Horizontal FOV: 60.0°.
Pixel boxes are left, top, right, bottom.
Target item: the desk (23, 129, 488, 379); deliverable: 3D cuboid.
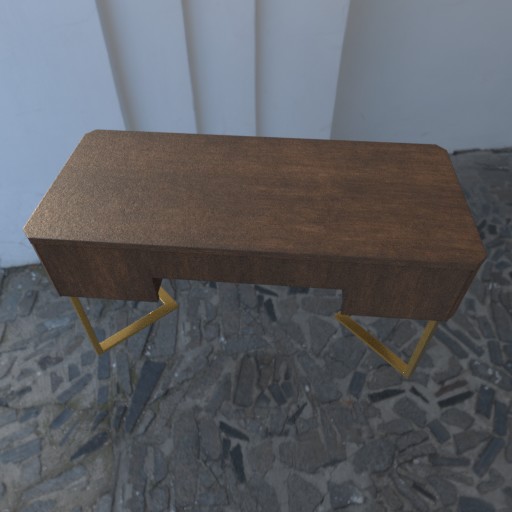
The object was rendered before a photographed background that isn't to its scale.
[{"bbox_3d":[0.000,0.000,1.888,1.479,0.762,0.684,3,46,3],"label":"desk"}]
